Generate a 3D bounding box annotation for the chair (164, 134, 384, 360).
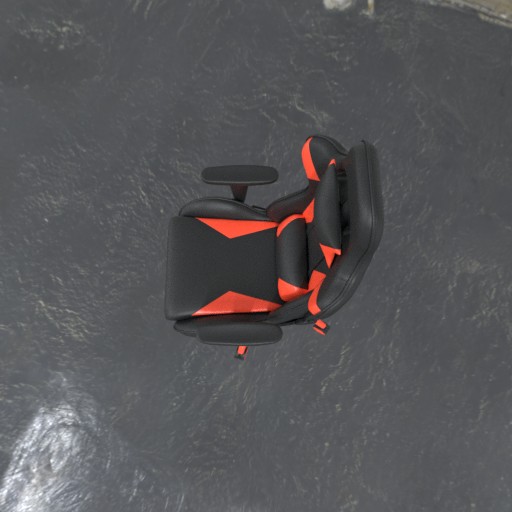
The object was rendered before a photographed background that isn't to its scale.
[{"bbox_3d":[0.000,0.000,1.653,0.730,1.282,0.695,0,74,0],"label":"chair"}]
